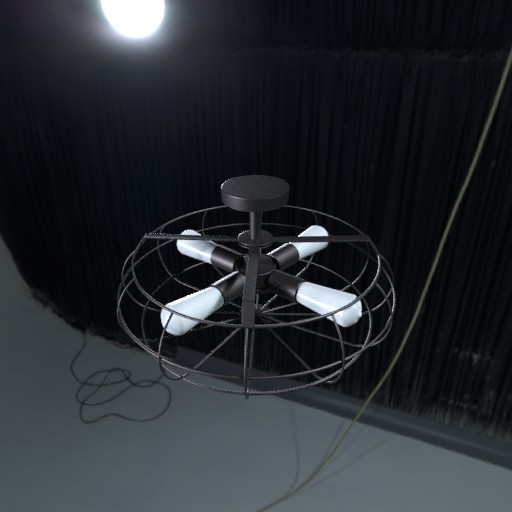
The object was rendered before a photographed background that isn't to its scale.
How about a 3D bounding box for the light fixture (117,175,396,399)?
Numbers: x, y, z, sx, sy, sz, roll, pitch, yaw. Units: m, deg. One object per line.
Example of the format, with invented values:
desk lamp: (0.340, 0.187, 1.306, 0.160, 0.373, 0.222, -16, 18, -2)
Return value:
light fixture: (0.000, 0.000, 0.929, 0.582, 0.311, 0.582, 0, 28, 0)
